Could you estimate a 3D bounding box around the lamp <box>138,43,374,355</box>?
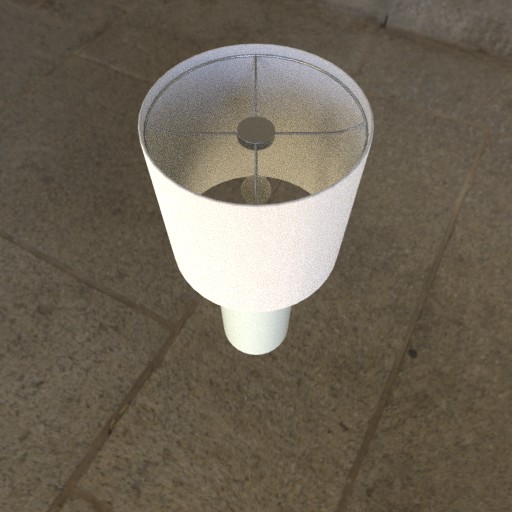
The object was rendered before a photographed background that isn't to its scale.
[{"bbox_3d":[0.000,0.000,0.611,0.212,0.493,0.212,0,59,0],"label":"lamp"}]
